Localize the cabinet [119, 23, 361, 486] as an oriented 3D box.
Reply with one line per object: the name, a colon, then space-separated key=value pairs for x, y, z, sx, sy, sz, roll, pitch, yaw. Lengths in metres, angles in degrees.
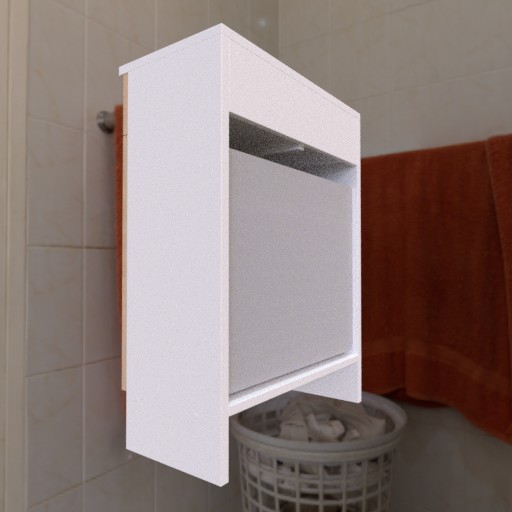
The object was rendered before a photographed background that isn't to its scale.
cabinet: x=0.000 y=0.000 z=1.106 sx=0.296 sy=0.815 sz=0.600 roll=-1 pitch=-1 yaw=37
